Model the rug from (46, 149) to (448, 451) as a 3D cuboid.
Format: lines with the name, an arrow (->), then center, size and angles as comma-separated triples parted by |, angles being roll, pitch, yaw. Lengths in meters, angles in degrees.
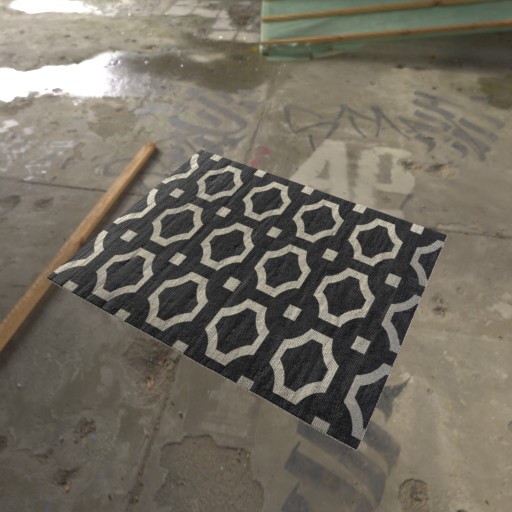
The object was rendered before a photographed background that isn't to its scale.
rug -> 0.000, 0.000, 4.278 | 3.049, 0.021, 2.466 | 23, 51, 20
